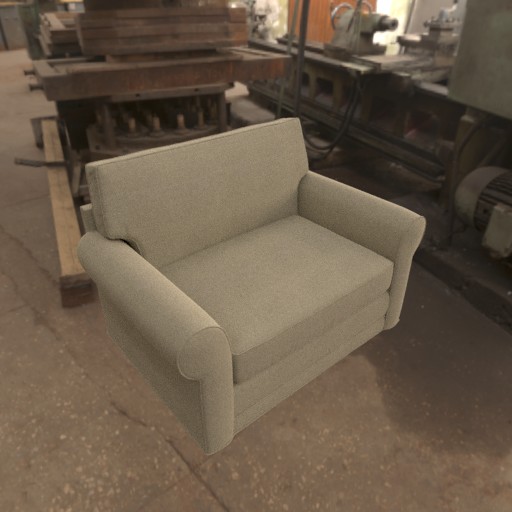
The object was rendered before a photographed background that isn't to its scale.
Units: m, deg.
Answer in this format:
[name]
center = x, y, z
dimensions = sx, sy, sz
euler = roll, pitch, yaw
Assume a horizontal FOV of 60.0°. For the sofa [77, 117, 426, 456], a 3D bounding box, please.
[sofa]
center = 0.000, 0.000, 2.106
dimensions = 1.405, 0.991, 0.936
euler = -24, 39, -33
